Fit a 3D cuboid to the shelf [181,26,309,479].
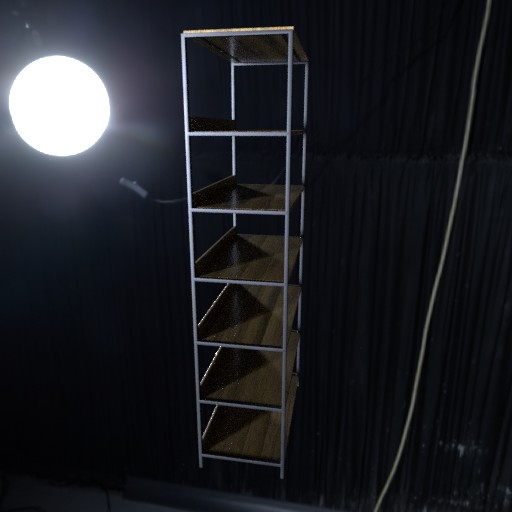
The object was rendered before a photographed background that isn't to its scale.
[{"bbox_3d":[0.000,0.000,2.331,0.431,2.015,0.847,3,16,10],"label":"shelf"}]
